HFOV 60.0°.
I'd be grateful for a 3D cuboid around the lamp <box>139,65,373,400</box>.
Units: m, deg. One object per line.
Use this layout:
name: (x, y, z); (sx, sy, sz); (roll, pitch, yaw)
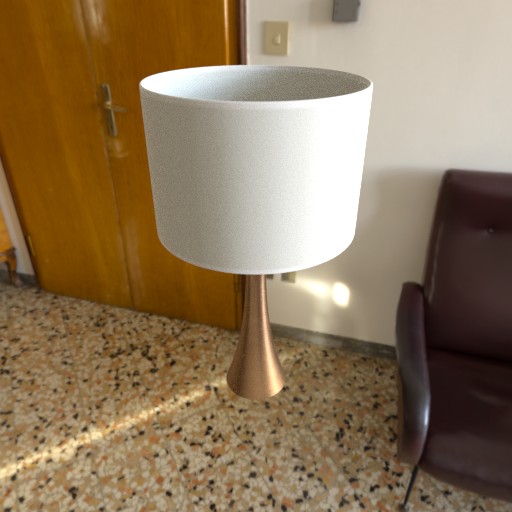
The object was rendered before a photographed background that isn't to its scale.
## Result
lamp: (0.000, 0.000, 0.640); (0.268, 0.479, 0.268); (-9, 31, -16)
